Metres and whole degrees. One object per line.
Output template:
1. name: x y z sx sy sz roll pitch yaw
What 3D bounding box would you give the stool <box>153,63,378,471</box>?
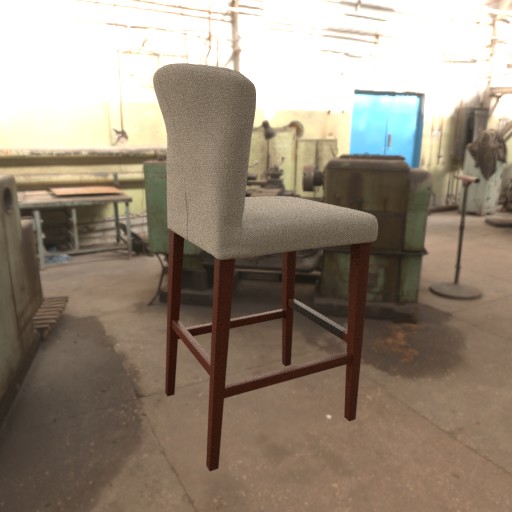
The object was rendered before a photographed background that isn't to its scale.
1. stool: 0.000 0.000 1.389 0.568 1.069 0.481 -7 17 -26
